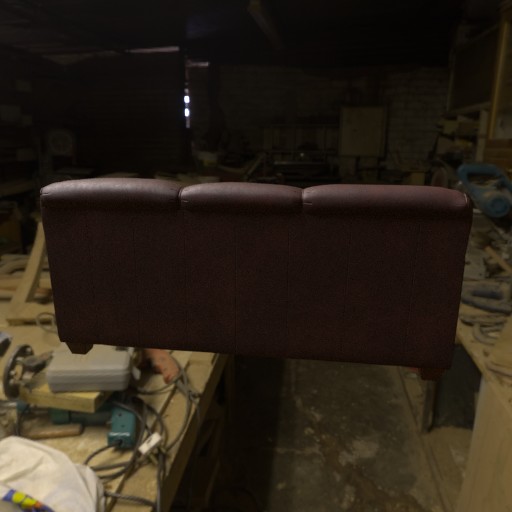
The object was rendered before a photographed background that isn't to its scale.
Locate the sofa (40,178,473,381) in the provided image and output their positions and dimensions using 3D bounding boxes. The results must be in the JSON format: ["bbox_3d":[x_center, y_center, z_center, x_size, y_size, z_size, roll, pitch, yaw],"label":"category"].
[{"bbox_3d":[0.000,0.000,2.577,2.039,0.953,1.008,2,16,8],"label":"sofa"}]
